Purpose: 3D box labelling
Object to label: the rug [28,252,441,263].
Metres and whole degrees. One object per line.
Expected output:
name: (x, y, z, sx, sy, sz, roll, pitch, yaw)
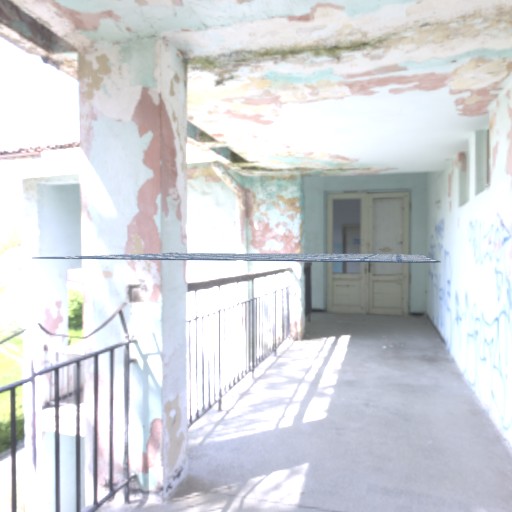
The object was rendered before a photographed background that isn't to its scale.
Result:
rug: (0.000, 0.000, 3.938, 2.867, 0.020, 2.277, 0, 1, 18)
